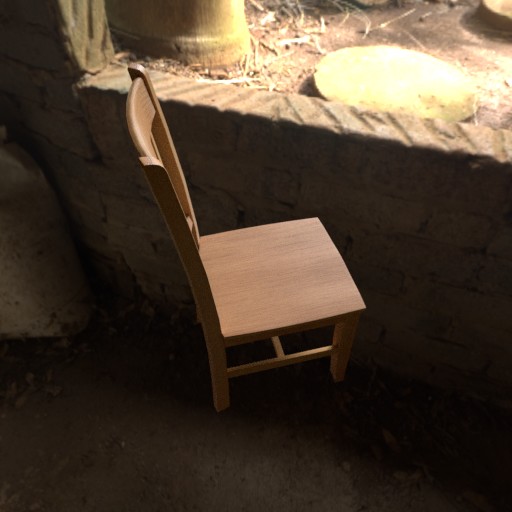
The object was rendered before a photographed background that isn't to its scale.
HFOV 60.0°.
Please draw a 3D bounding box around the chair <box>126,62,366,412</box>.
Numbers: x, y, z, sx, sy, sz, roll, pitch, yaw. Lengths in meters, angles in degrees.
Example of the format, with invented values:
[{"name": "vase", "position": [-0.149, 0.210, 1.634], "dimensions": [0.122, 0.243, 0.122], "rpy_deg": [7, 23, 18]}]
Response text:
[{"name": "chair", "position": [0.000, 0.000, 1.302], "dimensions": [0.556, 0.998, 0.450], "rpy_deg": [-10, 46, -10]}]
